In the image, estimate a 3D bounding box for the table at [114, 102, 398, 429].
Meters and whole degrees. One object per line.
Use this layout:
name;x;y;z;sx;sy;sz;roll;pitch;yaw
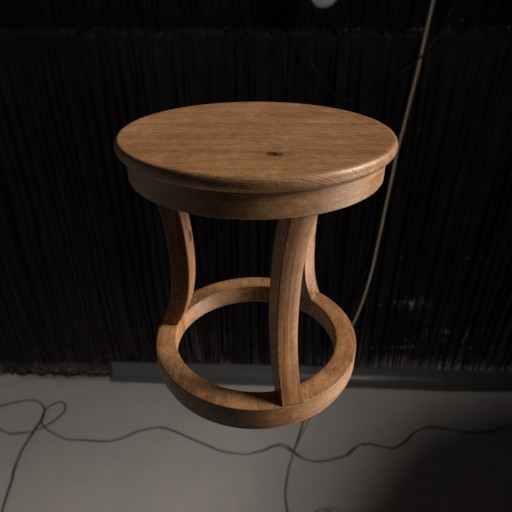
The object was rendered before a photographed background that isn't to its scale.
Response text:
table;0.000;0.000;0.810;0.432;0.460;0.432;0;30;0
